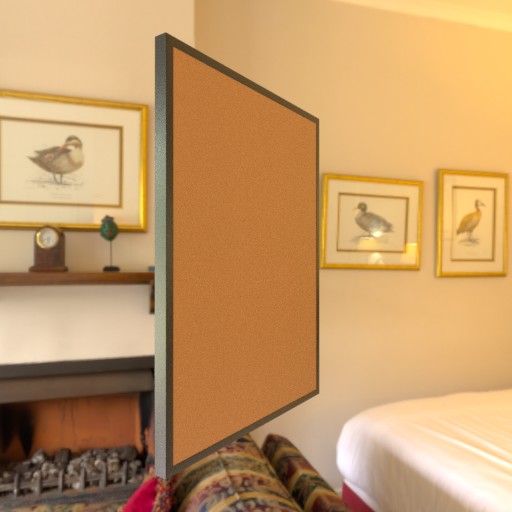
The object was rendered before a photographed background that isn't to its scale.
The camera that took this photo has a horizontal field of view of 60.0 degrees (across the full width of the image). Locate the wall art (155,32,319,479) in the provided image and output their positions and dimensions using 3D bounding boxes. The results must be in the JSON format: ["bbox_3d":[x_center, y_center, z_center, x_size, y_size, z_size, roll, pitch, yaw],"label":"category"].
[{"bbox_3d":[0.000,0.000,1.392,0.039,1.061,0.804,0,0,35],"label":"wall art"}]
